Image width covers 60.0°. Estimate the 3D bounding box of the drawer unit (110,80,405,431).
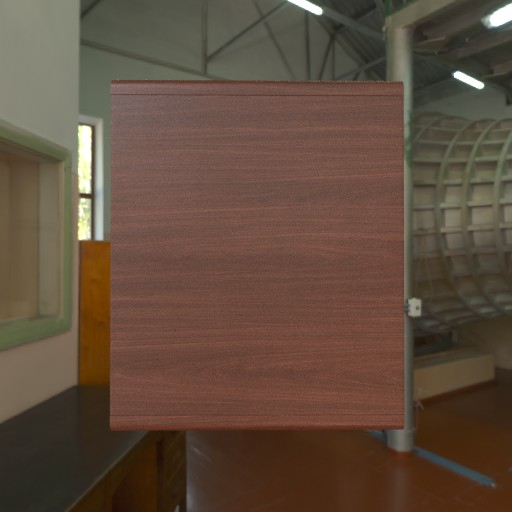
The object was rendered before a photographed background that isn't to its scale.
[{"bbox_3d":[0.000,0.000,0.612,0.290,0.351,0.349,0,0,-1],"label":"drawer unit"}]
